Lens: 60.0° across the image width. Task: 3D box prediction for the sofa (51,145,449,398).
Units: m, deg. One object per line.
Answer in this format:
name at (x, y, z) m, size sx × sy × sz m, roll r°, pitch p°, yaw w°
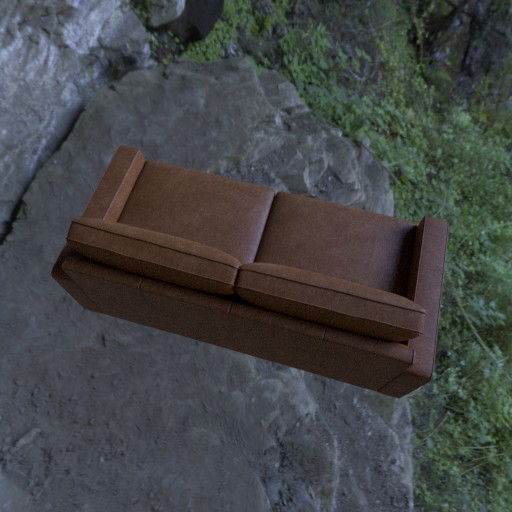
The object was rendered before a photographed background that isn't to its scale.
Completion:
sofa at (0.000, 0.000, 2.655) m, size 2.156 × 0.928 × 0.991 m, roll 14°, pitch 65°, yaw 7°
